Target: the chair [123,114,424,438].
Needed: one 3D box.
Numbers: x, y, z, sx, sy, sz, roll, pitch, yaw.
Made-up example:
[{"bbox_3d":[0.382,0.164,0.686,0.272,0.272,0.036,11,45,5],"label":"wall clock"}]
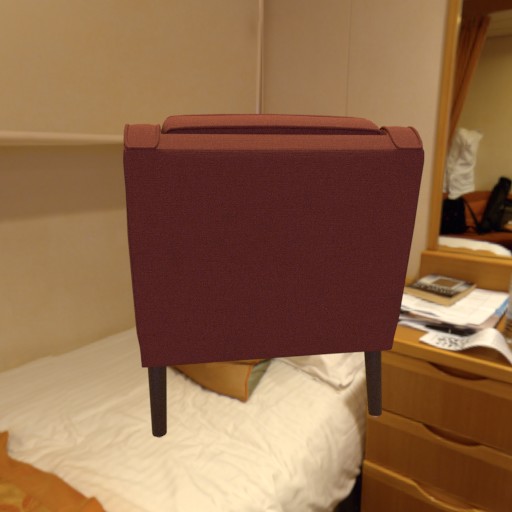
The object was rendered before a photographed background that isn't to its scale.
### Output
[{"bbox_3d":[0.000,0.000,1.390,0.680,0.812,0.770,-2,13,-9],"label":"chair"}]
